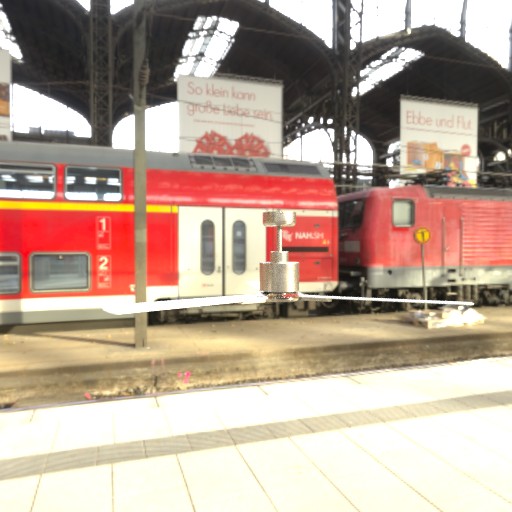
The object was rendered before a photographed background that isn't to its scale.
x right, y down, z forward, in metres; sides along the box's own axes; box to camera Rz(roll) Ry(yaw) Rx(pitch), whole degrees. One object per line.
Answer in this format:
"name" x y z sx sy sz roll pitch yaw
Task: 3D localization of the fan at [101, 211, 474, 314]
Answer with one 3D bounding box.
"fan" 0.000 0.000 2.345 1.561 0.446 1.531 0 1 -20
